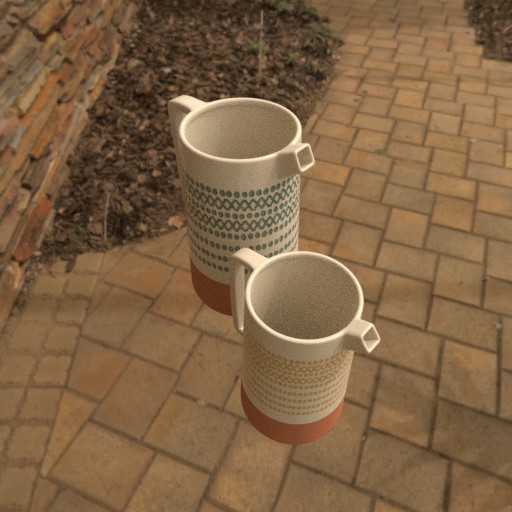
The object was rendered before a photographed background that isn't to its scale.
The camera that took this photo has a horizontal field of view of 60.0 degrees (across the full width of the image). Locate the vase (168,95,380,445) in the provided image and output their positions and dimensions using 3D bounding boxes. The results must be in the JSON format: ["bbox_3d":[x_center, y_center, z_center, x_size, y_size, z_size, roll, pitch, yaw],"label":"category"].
[{"bbox_3d":[0.000,0.000,0.479,0.168,0.247,0.326,-5,47,-5],"label":"vase"}]
